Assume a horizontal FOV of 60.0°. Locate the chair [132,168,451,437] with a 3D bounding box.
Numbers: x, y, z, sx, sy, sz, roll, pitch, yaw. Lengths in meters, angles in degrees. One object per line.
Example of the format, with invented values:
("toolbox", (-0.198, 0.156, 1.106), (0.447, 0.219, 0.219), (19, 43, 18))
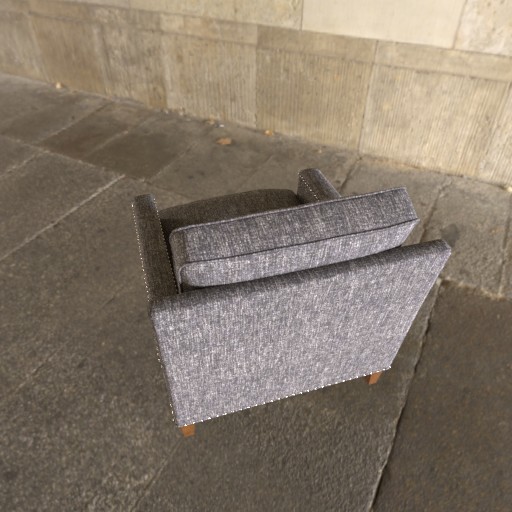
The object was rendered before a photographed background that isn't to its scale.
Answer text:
("chair", (0.000, 0.000, 1.721), (0.853, 0.943, 1.014), (-11, 42, -13))
